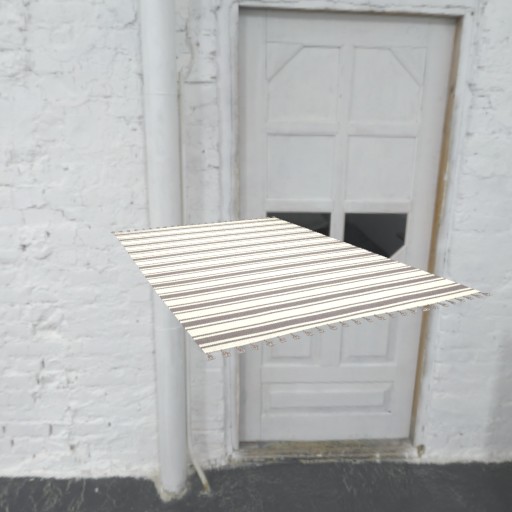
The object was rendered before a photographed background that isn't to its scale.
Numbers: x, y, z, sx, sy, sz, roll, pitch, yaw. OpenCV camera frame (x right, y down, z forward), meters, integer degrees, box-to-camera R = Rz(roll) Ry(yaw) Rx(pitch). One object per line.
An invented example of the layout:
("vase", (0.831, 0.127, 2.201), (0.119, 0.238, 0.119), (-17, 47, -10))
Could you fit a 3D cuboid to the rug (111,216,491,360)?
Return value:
("rug", (0.000, 0.000, 3.016), (1.563, 0.014, 2.425), (-7, 17, -25))
